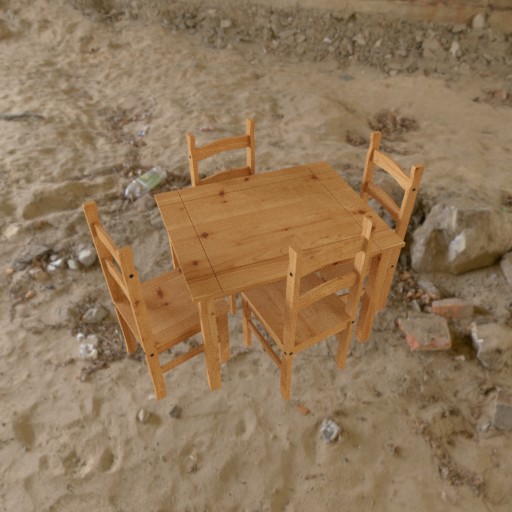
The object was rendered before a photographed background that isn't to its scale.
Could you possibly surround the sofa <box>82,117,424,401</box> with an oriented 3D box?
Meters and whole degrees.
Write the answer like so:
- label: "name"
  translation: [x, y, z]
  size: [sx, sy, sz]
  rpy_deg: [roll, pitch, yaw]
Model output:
- label: "sofa"
  translation: [0.000, 0.000, 2.339]
  size: [1.529, 1.000, 1.144]
  rpy_deg: [-14, 44, -15]
